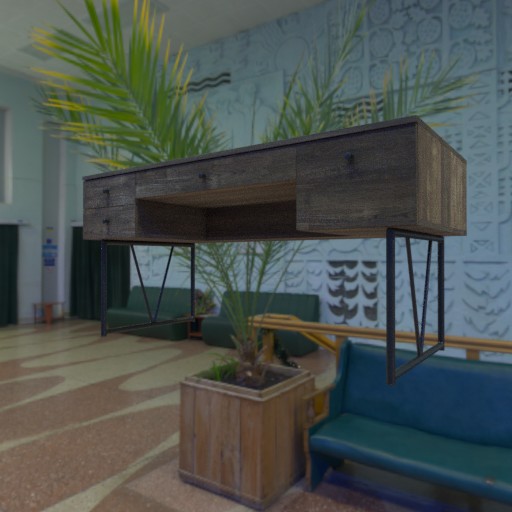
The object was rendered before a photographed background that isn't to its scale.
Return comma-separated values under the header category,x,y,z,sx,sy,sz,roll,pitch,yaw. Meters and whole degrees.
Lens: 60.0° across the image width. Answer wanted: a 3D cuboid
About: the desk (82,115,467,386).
category,x,y,z,sx,sy,sz,roll,pitch,yaw
desk,0.000,0.000,1.983,1.600,0.780,0.730,0,0,36
